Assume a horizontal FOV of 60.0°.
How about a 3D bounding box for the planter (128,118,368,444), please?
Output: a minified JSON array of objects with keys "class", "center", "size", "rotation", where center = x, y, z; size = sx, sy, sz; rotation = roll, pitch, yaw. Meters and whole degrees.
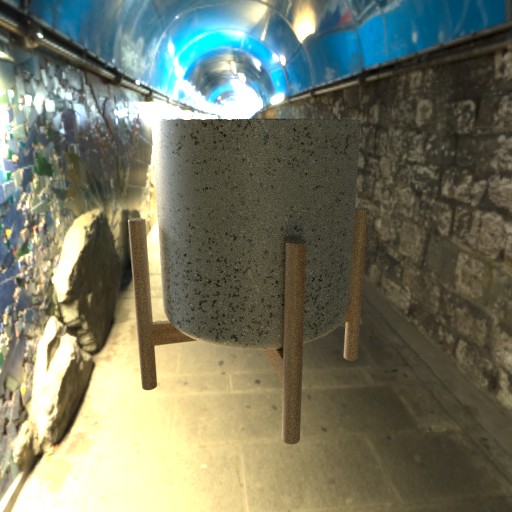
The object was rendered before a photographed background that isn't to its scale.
[{"class":"planter","center":[0.000,0.000,0.716],"size":[0.360,0.419,0.360],"rotation":[2,16,7]}]
